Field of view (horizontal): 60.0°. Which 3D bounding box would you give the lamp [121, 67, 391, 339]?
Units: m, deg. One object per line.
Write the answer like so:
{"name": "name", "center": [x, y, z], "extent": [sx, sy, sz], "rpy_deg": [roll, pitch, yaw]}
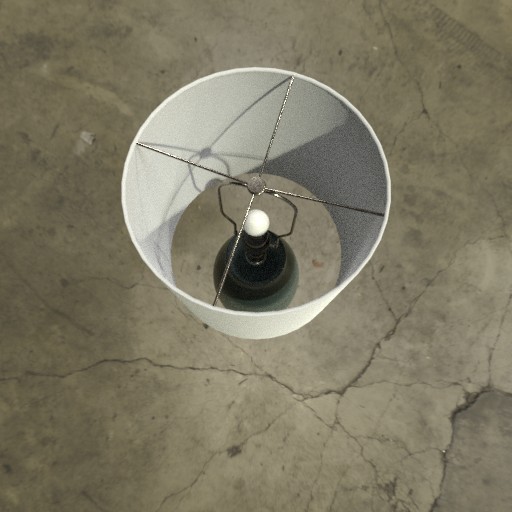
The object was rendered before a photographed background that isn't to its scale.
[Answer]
{"name": "lamp", "center": [0.000, 0.000, 0.574], "extent": [0.217, 0.453, 0.217], "rpy_deg": [17, 75, 5]}
